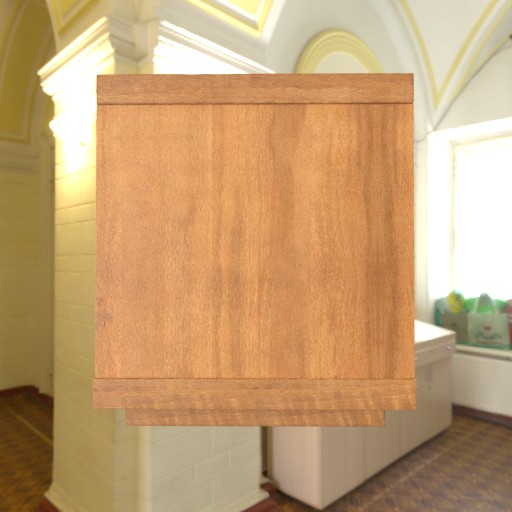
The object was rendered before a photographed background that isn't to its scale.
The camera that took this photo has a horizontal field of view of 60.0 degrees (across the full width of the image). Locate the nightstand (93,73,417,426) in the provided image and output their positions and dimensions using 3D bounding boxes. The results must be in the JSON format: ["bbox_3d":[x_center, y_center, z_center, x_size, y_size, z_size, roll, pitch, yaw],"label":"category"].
[{"bbox_3d":[0.000,0.000,0.844,0.436,0.491,0.493,0,-1,1],"label":"nightstand"}]
